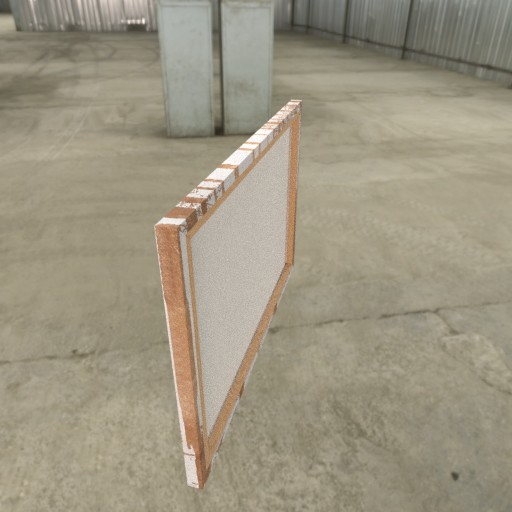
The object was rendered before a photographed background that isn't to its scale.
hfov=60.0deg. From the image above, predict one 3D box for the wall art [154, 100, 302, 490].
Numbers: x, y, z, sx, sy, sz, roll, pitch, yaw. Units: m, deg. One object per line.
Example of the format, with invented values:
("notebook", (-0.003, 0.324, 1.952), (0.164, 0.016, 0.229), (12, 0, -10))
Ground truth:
("wall art", (0.000, 0.000, 1.152), (0.035, 0.609, 0.914), (8, 31, 14))
